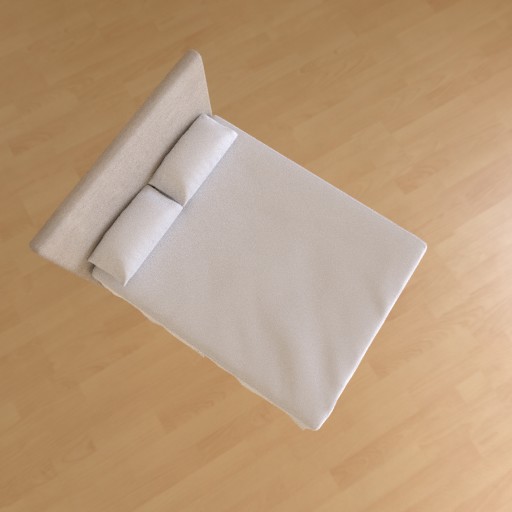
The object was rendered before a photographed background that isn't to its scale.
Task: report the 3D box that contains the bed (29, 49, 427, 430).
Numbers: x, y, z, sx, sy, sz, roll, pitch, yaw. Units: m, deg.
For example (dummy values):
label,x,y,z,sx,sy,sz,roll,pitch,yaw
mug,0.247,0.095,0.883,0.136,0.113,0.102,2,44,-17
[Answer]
label,x,y,z,sx,sy,sz,roll,pitch,yaw
bed,0.000,0.000,3.247,2.162,1.330,1.713,33,78,8
